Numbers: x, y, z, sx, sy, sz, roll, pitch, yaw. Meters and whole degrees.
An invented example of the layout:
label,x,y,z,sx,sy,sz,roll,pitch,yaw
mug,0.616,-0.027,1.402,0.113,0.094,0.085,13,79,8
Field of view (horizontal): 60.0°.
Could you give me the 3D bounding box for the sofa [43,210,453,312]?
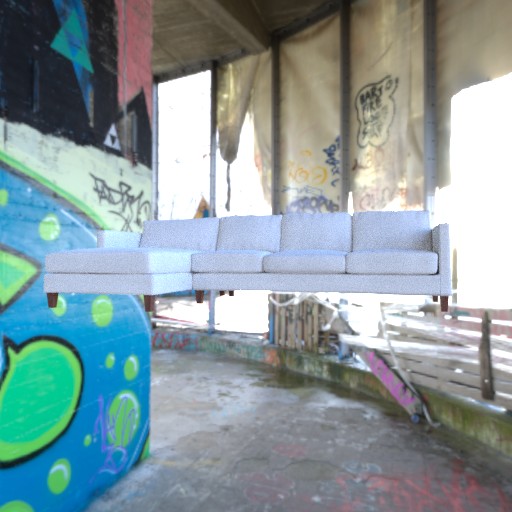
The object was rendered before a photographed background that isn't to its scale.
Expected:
label,x,y,z,sx,sy,sz,roll,pitch,yaw
sofa,0.000,0.000,3.934,3.186,0.861,1.625,0,0,18
